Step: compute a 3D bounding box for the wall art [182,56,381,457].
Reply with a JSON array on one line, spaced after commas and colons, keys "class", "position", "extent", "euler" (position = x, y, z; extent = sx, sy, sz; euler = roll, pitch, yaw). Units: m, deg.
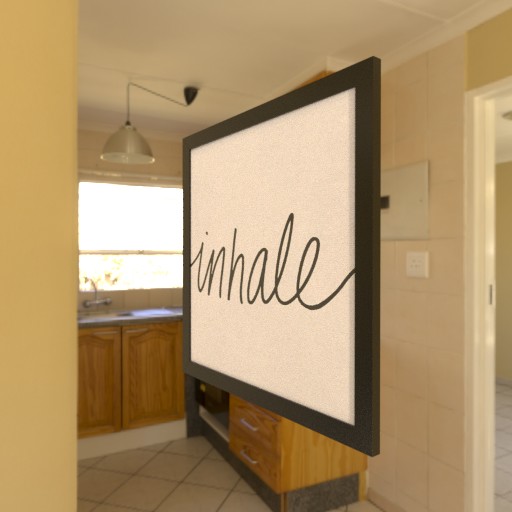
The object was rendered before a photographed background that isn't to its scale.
[{"class": "wall art", "position": [0.000, 0.000, 0.672], "extent": [0.014, 0.445, 0.446], "euler": [0, 0, -37]}]
